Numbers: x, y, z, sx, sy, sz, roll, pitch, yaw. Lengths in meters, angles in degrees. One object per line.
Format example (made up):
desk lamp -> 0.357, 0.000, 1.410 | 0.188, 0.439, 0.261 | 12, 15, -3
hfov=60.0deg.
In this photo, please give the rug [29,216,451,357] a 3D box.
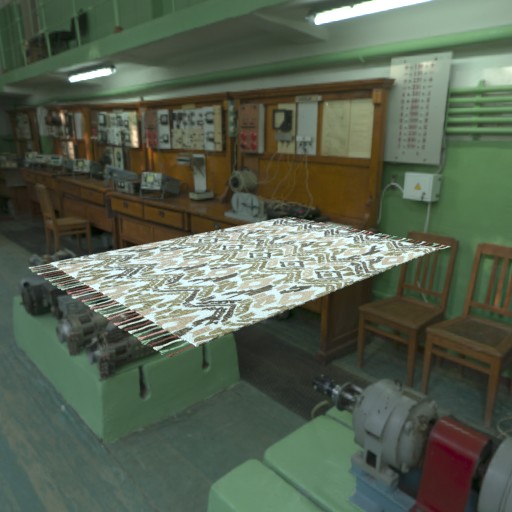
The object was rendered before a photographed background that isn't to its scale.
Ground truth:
rug -> 0.000, 0.000, 2.265 | 1.829, 0.008, 1.219 | -15, 22, -42
